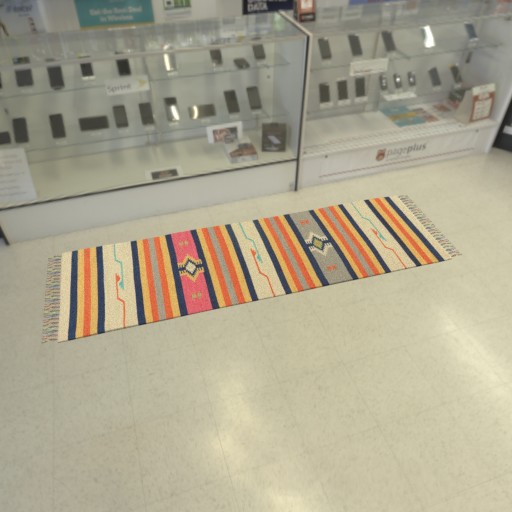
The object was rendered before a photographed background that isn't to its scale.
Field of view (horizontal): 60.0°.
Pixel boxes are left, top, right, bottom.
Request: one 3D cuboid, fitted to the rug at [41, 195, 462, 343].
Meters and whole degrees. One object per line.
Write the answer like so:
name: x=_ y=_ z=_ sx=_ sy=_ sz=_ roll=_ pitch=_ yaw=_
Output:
rug: x=0.000 y=0.000 z=2.720 sx=2.455 sy=0.017 sz=0.695 roll=-11 pitch=44 yaw=-11
